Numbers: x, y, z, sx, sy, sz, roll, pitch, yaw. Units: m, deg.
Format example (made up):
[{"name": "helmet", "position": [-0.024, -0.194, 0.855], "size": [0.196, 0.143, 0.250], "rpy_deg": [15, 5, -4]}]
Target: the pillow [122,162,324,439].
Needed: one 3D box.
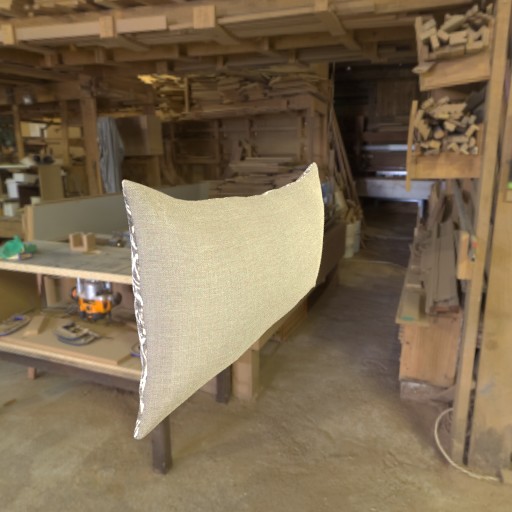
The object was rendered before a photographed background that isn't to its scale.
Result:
[{"name": "pillow", "position": [0.000, 0.000, 0.740], "size": [0.148, 0.290, 0.631], "rpy_deg": [6, 15, 25]}]
